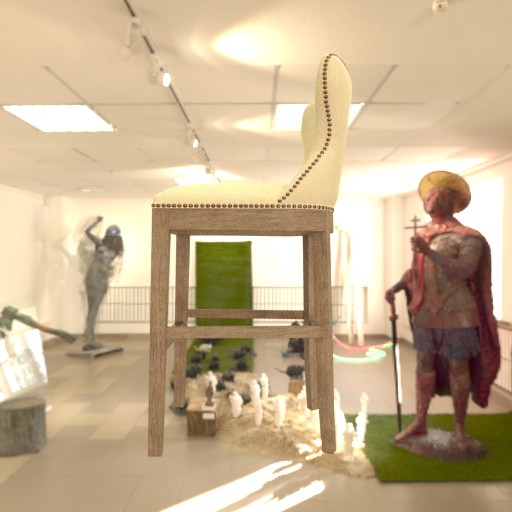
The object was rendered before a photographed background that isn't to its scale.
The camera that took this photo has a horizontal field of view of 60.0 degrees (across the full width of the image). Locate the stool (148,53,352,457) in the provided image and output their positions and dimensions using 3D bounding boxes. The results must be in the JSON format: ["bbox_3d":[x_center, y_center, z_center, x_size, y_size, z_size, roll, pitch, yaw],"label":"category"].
[{"bbox_3d":[0.000,0.000,1.444,0.606,1.123,0.494,0,0,0],"label":"stool"}]
